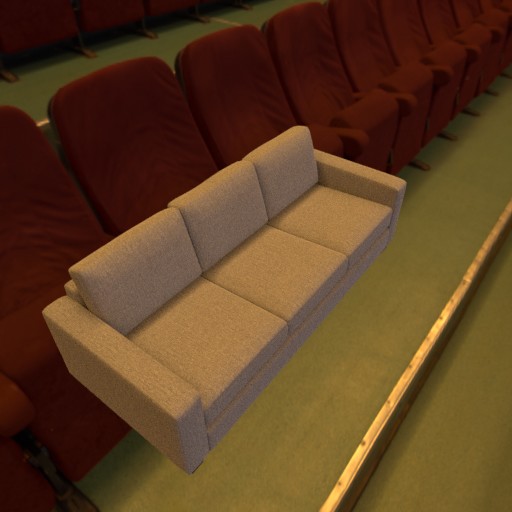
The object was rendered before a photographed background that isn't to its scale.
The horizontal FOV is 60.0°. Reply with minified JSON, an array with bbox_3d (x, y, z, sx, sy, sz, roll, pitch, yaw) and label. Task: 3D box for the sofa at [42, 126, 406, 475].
[{"bbox_3d":[0.000,0.000,2.565,0.900,0.800,2.120,27,47,27],"label":"sofa"}]
